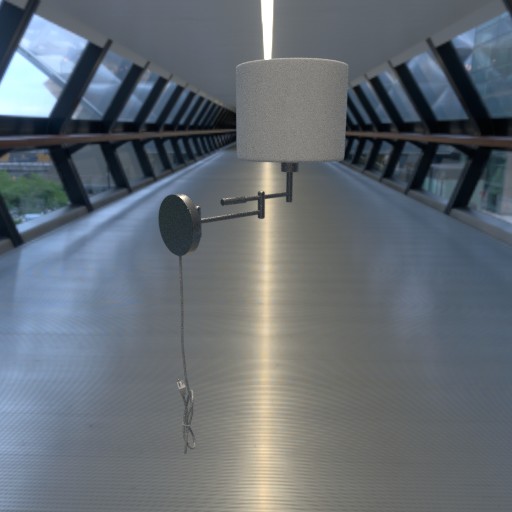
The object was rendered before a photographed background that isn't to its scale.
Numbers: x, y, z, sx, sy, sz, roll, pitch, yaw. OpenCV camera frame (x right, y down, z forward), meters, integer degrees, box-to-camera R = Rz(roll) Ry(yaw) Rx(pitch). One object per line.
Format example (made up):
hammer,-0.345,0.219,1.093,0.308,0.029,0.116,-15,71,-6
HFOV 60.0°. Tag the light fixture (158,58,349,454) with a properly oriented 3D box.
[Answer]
light fixture,0.000,0.000,1.036,0.479,0.842,0.253,-14,20,-42
